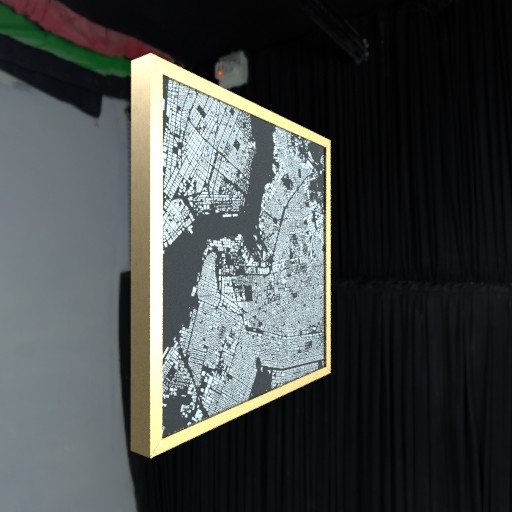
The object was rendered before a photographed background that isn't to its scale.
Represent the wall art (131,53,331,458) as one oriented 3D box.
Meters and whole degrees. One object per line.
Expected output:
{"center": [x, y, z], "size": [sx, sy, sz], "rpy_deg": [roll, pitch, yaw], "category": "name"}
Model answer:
{"center": [0.000, 0.000, 1.955], "size": [0.095, 1.284, 1.284], "rpy_deg": [0, 0, 36], "category": "wall art"}
